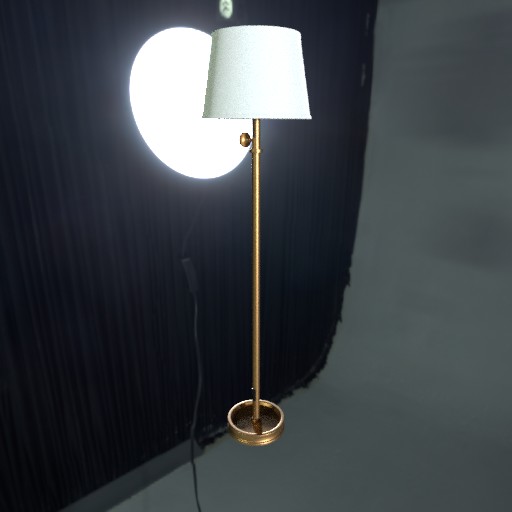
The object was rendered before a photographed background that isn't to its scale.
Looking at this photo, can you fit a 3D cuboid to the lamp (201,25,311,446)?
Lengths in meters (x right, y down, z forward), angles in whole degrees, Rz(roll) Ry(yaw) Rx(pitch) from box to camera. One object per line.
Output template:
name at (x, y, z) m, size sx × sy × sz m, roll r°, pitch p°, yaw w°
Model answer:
lamp at (0.000, 0.000, 0.784) m, size 0.178 × 0.710 × 0.178 m, roll 0°, pitch 17°, yaw 0°
